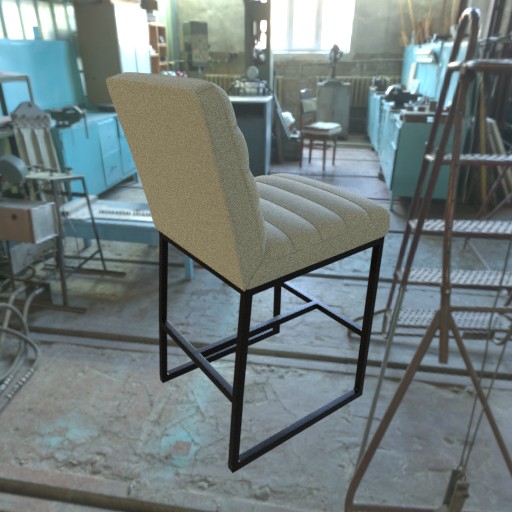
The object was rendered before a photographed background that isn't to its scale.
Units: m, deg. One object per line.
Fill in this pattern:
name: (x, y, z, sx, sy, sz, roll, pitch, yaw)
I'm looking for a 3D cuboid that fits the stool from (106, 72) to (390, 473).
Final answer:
stool: (0.000, 0.000, 1.221, 0.560, 0.940, 0.460, -17, 30, -32)
